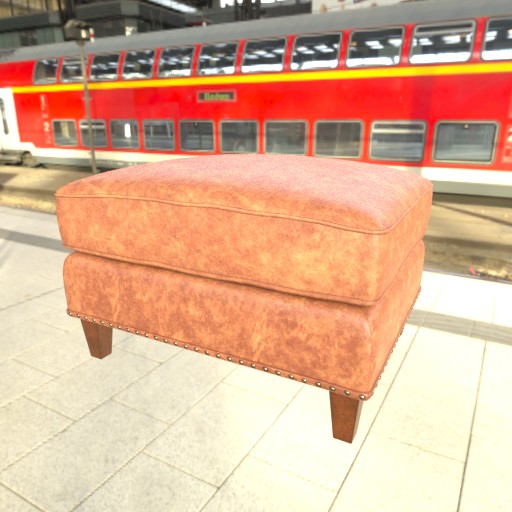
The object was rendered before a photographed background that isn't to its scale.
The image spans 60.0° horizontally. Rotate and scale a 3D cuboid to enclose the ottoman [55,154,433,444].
[{"bbox_3d":[0.000,0.000,1.110,0.742,0.486,0.586,9,20,26],"label":"ottoman"}]
